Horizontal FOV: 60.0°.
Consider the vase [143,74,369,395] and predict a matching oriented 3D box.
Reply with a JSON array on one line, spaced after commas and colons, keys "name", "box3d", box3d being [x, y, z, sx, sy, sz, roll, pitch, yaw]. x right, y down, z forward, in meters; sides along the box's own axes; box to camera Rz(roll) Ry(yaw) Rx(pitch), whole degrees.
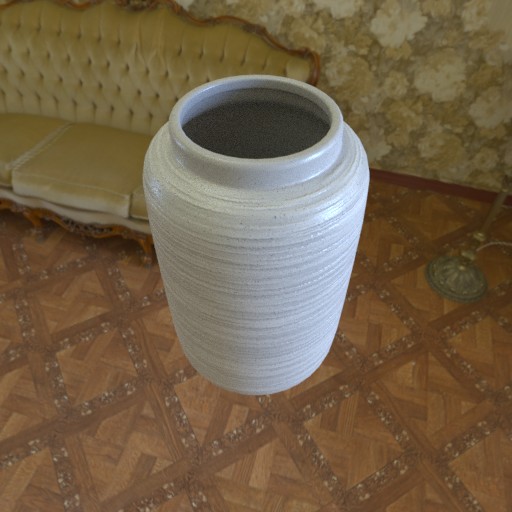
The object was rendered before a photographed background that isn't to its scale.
[{"name": "vase", "box3d": [0.000, 0.000, 0.475, 0.202, 0.335, 0.202, 0, 48, 0]}]
